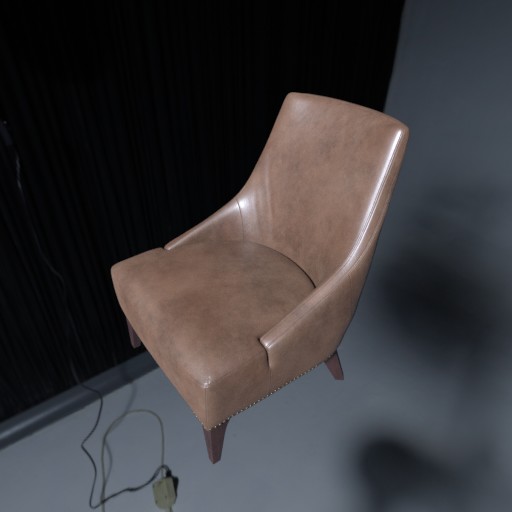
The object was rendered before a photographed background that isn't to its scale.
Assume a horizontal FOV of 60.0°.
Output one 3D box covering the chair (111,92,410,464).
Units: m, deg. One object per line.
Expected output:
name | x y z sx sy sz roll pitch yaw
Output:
chair | 0.000 0.000 1.537 0.861 0.909 0.701 -22 39 -29
